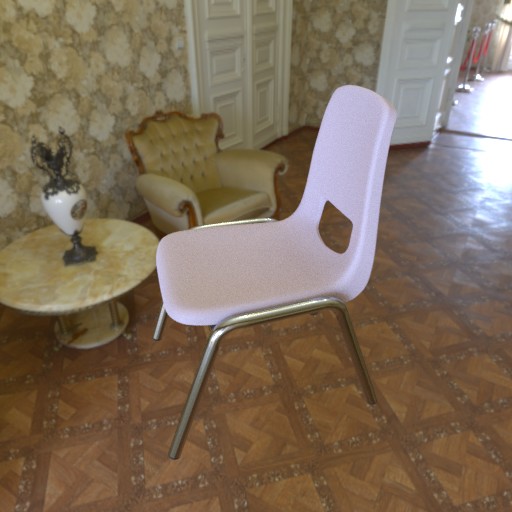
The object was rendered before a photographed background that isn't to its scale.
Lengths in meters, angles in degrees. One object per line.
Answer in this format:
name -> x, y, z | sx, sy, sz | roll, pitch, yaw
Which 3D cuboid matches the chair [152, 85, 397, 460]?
chair -> 0.000, 0.000, 0.840 | 0.423, 0.586, 0.354 | -8, 31, -14
